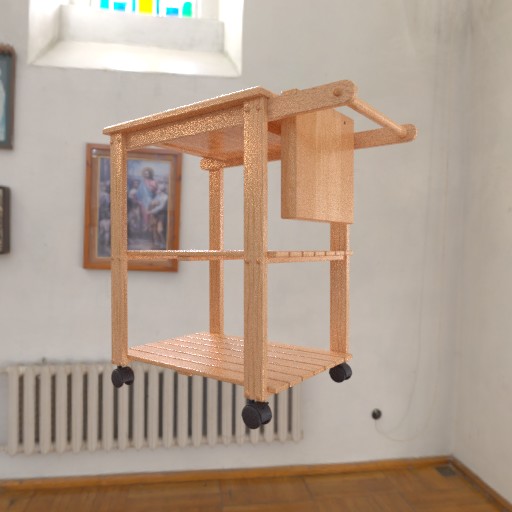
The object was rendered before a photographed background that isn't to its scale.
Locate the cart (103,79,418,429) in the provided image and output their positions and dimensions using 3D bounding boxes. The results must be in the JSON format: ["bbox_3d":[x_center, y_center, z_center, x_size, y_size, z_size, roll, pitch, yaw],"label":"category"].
[{"bbox_3d":[0.000,0.000,1.359,0.843,0.816,0.520,1,1,37],"label":"cart"}]
